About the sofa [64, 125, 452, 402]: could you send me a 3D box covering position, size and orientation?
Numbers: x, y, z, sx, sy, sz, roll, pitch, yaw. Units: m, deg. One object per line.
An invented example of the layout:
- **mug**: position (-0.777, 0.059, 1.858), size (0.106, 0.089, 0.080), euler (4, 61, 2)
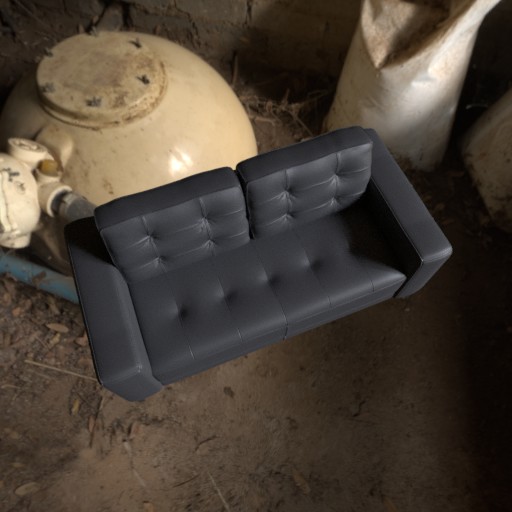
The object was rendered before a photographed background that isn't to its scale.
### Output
- **sofa**: position (0.000, 0.000, 2.274), size (1.726, 0.893, 0.833), euler (-19, 66, -9)
